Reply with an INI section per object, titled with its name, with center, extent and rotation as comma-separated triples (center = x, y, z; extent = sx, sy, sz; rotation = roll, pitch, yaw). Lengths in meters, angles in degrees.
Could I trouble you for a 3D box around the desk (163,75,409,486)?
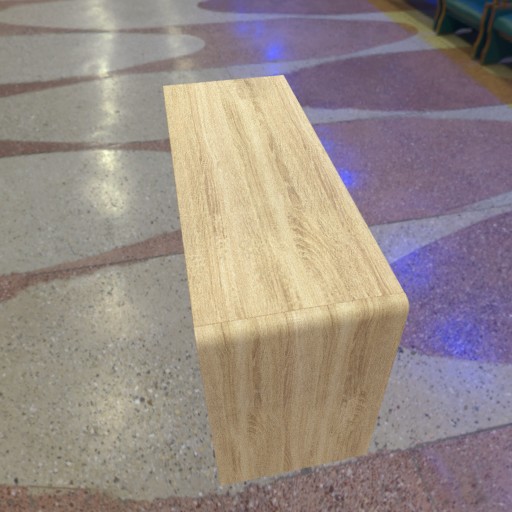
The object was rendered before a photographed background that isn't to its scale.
[desk]
center = 0.000, 0.000, 1.647
extent = 0.500, 0.750, 1.300
rotation = -8, 47, -8
